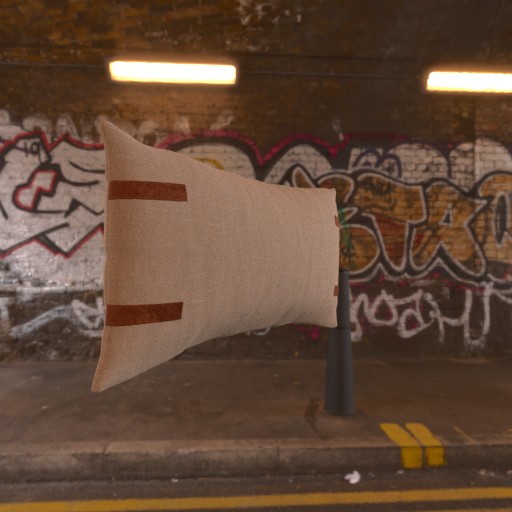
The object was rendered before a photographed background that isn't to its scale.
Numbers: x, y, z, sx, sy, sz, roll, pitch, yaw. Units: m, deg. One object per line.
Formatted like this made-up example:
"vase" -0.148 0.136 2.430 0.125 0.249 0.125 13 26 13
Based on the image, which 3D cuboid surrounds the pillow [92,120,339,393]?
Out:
"pillow" 0.000 0.000 0.733 0.148 0.308 0.612 -1 -1 35
